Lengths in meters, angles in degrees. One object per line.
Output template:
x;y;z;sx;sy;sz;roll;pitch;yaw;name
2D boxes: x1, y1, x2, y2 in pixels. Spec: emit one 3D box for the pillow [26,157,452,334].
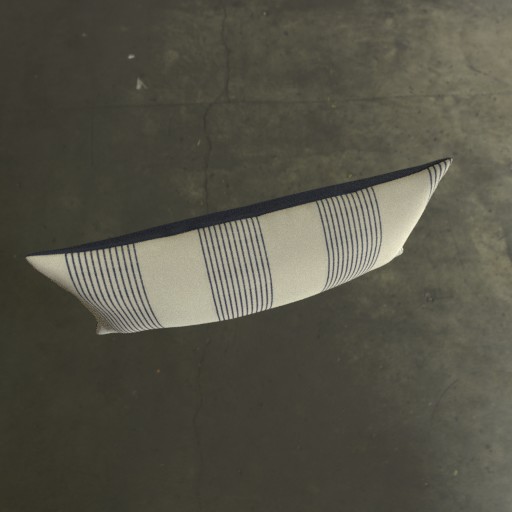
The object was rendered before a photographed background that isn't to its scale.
0.000;0.000;0.728;0.610;0.287;0.151;-14;62;-8;pillow
